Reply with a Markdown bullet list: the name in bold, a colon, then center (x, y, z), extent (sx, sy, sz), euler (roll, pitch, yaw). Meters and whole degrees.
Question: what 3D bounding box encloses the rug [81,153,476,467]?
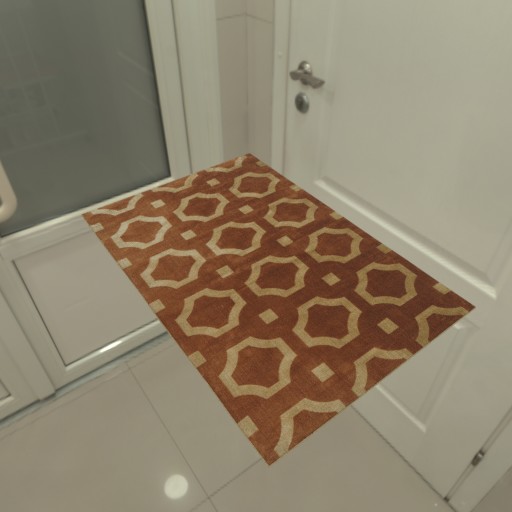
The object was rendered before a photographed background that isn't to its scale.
- **rug**: center (0.000, 0.000, 2.957), extent (1.555, 0.016, 2.286), euler (-26, 48, -26)
